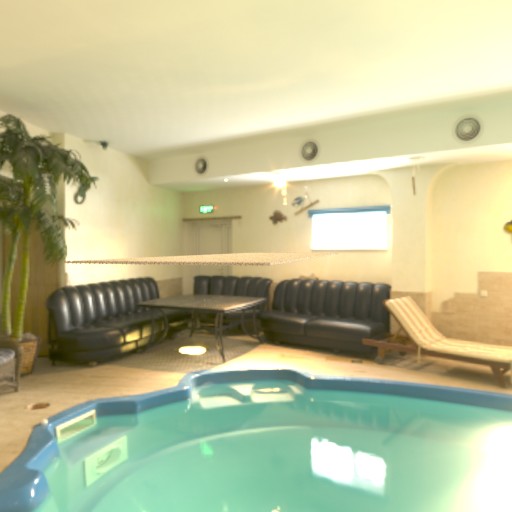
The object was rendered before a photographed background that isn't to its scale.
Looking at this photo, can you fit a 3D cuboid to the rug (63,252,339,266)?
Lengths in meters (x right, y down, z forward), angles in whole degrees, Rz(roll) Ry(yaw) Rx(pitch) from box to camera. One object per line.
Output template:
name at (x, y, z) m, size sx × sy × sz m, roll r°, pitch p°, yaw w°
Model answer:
rug at (0.000, 0.000, 2.787) m, size 0.795 × 0.015 × 2.544 m, roll 0°, pitch 1°, yaw 16°
